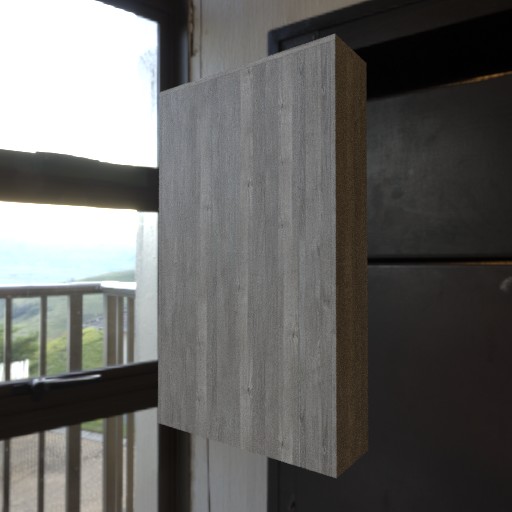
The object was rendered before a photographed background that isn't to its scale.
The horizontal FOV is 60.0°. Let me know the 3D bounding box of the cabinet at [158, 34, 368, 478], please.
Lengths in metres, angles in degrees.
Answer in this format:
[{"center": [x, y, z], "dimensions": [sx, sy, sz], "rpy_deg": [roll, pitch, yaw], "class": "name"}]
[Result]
[{"center": [0.000, 0.000, 1.597], "dimensions": [0.750, 1.280, 0.250], "rpy_deg": [-1, -1, 36], "class": "cabinet"}]
